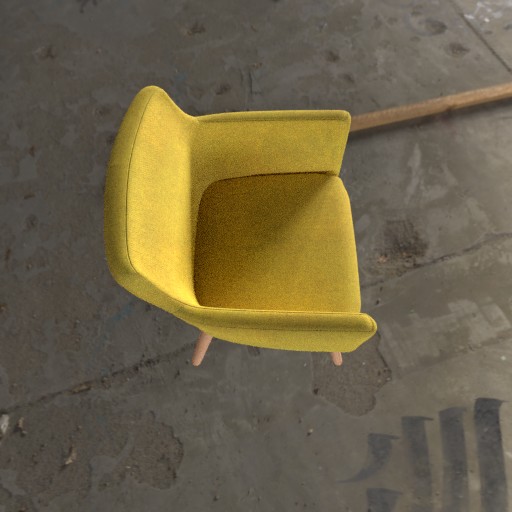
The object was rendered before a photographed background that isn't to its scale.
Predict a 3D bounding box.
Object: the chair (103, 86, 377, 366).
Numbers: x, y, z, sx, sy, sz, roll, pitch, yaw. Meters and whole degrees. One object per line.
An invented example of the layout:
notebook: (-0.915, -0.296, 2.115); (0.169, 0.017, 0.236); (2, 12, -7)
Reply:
chair: (0.000, 0.000, 1.185); (0.570, 0.780, 0.570); (0, 64, 0)
